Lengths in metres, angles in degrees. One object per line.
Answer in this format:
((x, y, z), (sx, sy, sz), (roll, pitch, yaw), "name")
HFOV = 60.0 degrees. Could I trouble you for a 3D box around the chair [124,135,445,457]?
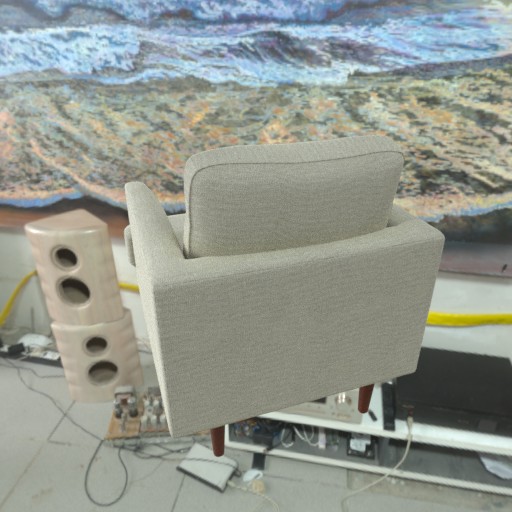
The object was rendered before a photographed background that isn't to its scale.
((0.000, 0.000, 1.583), (0.858, 0.957, 0.899), (-9, 30, -17), "chair")
